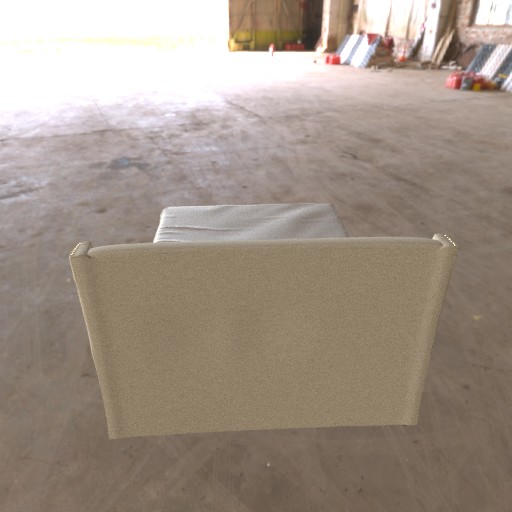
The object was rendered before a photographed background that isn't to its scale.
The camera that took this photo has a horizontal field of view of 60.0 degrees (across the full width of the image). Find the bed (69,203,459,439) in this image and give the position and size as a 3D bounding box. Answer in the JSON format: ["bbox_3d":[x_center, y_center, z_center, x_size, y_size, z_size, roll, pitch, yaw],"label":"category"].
[{"bbox_3d":[0.000,0.000,3.429,1.925,1.332,2.276,-1,29,-3],"label":"bed"}]
